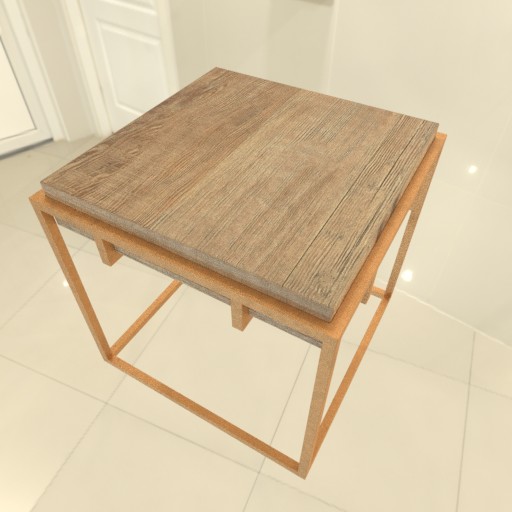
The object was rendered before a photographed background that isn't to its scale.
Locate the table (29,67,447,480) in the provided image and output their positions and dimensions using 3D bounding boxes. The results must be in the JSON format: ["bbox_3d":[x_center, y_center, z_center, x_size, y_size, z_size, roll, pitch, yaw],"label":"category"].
[{"bbox_3d":[0.000,0.000,1.060,0.599,0.584,0.599,23,50,21],"label":"table"}]
